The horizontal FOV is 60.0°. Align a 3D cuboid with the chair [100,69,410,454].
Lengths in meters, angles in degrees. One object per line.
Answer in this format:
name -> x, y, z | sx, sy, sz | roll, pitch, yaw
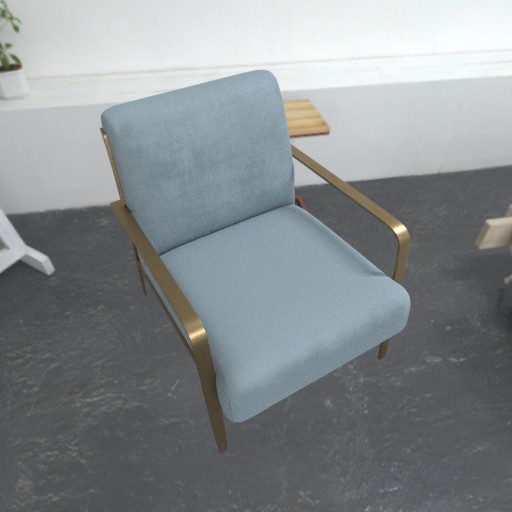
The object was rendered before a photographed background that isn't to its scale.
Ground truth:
chair -> 0.000, 0.000, 1.453 | 0.701, 0.824, 0.842 | -23, 50, -21
